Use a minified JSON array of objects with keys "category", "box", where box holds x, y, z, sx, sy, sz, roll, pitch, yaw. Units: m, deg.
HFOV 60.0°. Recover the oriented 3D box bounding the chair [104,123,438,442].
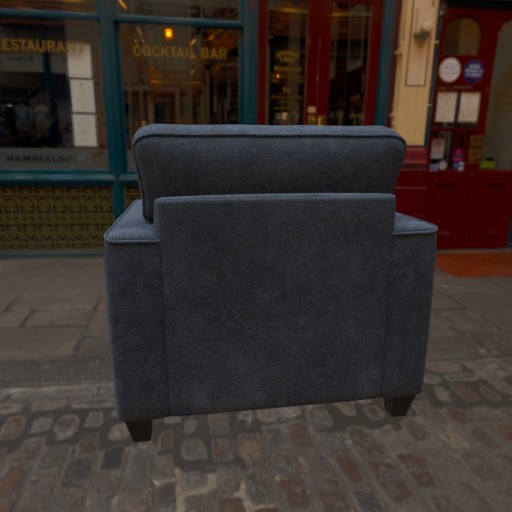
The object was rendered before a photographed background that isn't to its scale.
[{"category":"chair","box":[0.000,0.000,1.747,1.015,0.965,0.939,-2,14,-9]}]
